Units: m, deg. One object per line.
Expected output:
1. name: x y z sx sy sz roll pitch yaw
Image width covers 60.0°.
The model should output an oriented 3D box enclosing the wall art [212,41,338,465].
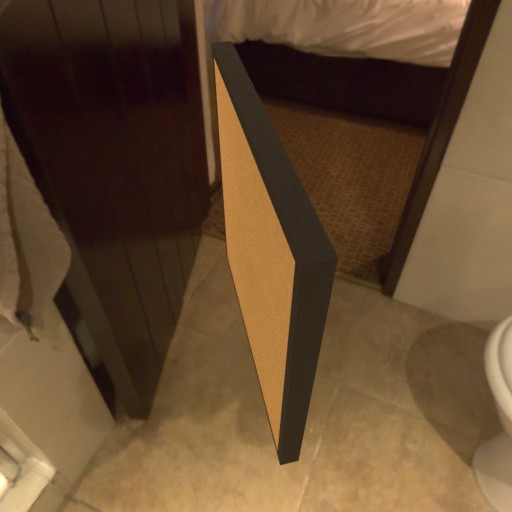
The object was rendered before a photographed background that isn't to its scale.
1. wall art: 0.000 0.000 0.745 0.033 0.507 0.508 -9 47 -9
